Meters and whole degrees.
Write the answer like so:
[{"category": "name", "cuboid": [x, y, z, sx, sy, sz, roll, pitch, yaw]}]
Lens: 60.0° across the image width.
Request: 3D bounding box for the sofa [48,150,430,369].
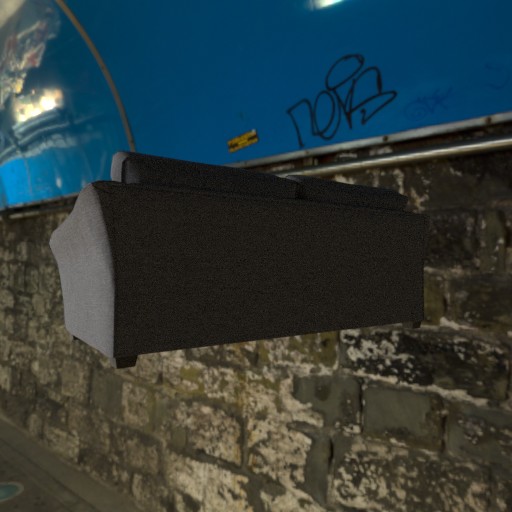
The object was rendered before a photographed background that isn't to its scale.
[{"category": "sofa", "cuboid": [0.000, 0.000, 2.752, 2.270, 0.950, 0.971, 1, -1, -35]}]
